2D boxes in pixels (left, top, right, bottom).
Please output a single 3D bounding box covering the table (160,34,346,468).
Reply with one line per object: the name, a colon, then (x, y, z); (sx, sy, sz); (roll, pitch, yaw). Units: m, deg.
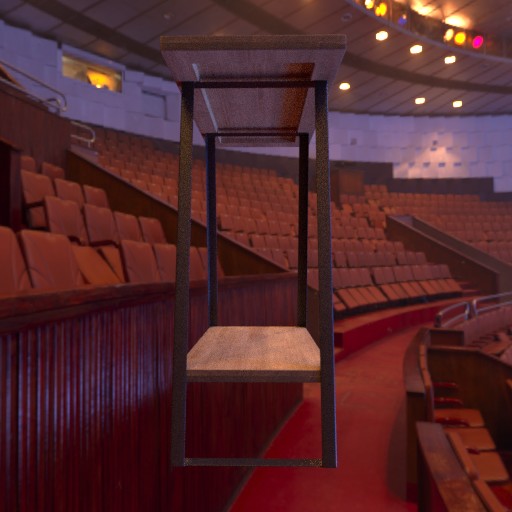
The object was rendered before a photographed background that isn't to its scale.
table: (0.000, 0.000, 1.006); (0.300, 0.701, 0.599); (0, -1, 1)
